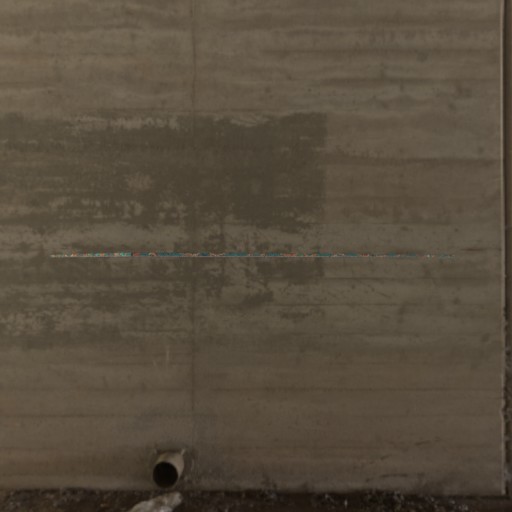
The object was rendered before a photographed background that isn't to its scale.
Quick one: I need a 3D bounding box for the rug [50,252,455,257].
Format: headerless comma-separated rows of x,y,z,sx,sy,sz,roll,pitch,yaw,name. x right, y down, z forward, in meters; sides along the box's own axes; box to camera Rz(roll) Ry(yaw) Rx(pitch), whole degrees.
0.000,0.000,2.999,2.290,0.016,1.527,0,0,-36,rug
